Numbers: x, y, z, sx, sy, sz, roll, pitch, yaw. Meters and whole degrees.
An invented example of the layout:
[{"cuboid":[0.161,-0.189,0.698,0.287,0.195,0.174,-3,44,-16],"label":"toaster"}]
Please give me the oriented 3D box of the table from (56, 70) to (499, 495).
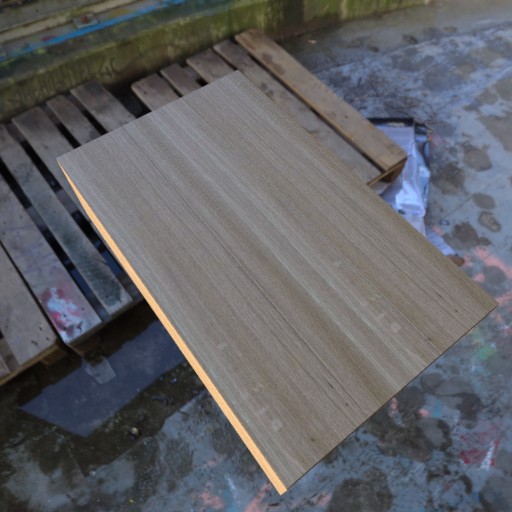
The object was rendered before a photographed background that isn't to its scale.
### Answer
[{"cuboid":[0.000,0.000,1.370,0.678,0.353,1.110,-33,65,-18],"label":"table"}]
